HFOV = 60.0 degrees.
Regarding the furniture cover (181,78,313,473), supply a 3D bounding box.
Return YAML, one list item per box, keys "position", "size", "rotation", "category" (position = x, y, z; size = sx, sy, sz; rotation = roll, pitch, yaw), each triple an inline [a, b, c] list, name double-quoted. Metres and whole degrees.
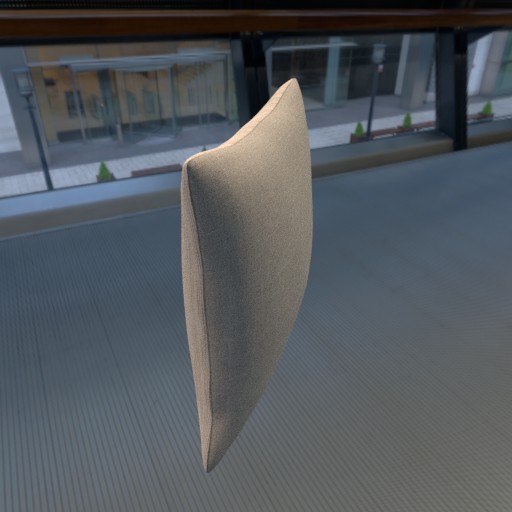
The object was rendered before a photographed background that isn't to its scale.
- position: [0.000, 0.000, 0.773]
  size: [0.178, 0.506, 0.512]
  rotation: [9, 32, 14]
  category: "furniture cover"
